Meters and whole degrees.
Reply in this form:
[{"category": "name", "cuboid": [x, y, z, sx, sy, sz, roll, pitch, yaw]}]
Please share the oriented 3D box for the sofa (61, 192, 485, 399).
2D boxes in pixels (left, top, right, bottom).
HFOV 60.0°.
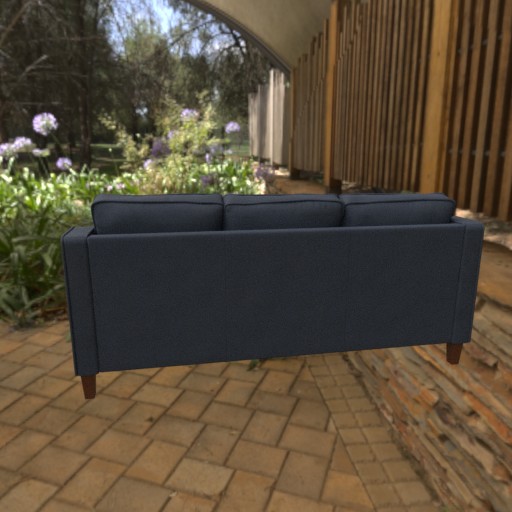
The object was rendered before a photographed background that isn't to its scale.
[{"category": "sofa", "cuboid": [0.000, 0.000, 3.281, 2.317, 1.066, 1.858, -2, 13, -10]}]
